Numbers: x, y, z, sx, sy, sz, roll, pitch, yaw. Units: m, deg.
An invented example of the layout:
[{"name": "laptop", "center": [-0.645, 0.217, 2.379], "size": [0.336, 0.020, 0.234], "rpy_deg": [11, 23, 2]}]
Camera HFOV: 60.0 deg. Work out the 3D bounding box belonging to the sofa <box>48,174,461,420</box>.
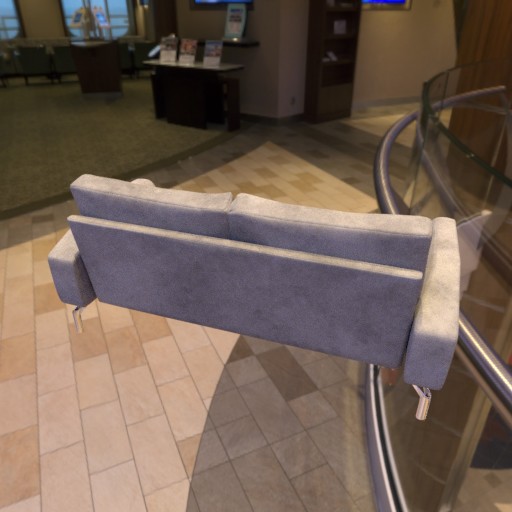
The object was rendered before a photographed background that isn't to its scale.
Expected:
[{"name": "sofa", "center": [0.000, 0.000, 2.221], "size": [1.837, 0.859, 0.849], "rpy_deg": [10, 31, 17]}]
